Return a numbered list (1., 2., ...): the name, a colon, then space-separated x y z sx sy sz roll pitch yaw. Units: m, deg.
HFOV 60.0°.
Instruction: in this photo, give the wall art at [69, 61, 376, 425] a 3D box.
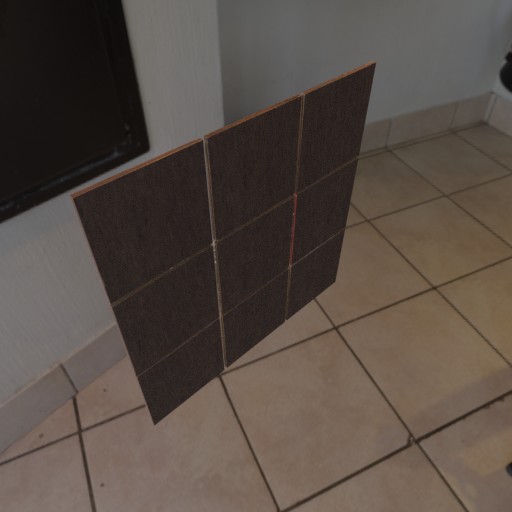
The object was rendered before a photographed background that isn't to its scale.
1. wall art: 0.000 0.000 1.341 0.915 0.914 0.013 -33 53 -29
